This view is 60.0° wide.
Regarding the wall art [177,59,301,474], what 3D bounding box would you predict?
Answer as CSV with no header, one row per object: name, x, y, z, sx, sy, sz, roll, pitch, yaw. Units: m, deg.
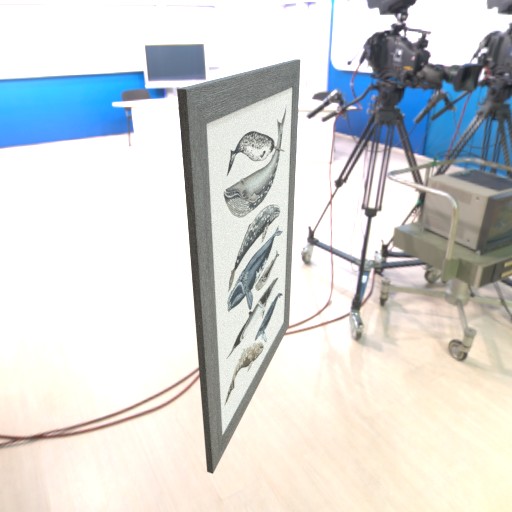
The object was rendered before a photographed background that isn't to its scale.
wall art,0.000,0.000,1.377,0.020,1.070,0.768,10,30,18
